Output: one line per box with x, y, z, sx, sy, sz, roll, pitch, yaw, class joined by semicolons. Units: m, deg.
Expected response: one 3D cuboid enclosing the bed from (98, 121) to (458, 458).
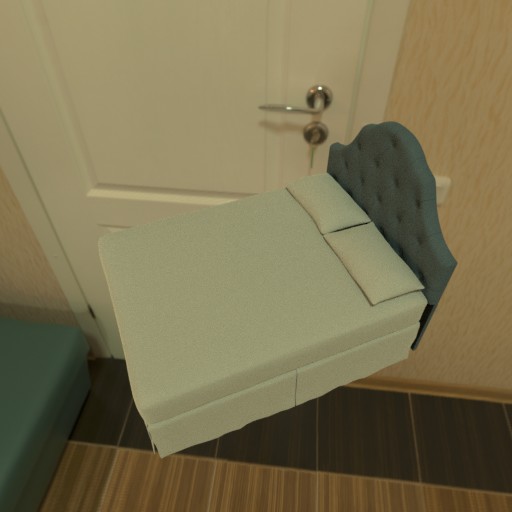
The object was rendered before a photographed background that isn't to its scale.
0.000;0.000;3.191;2.155;1.575;1.636;-17;49;-15;bed
